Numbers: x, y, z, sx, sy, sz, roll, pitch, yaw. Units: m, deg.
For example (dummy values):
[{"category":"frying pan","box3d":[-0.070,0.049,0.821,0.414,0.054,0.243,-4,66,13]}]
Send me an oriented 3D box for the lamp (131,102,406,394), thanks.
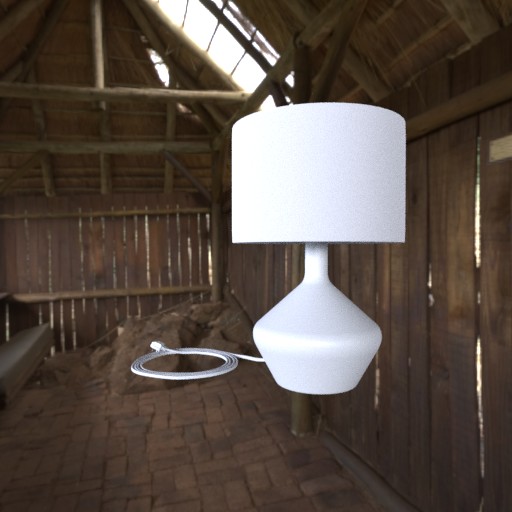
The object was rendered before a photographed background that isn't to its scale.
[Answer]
[{"category":"lamp","box3d":[0.000,0.000,0.874,0.401,0.457,0.546,-1,1,-36]}]
